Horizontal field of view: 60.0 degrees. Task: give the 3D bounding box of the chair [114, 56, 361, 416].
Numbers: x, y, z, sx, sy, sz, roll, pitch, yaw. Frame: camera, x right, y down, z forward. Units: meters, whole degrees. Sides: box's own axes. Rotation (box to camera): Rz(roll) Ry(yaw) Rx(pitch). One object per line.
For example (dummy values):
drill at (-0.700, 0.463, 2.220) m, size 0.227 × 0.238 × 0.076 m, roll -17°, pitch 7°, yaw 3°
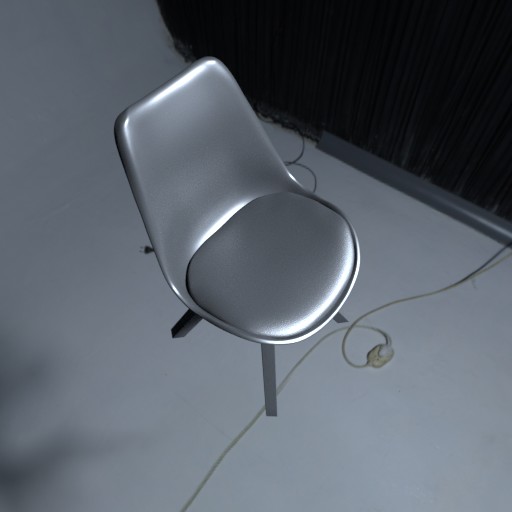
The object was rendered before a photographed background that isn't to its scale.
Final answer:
chair at (0.000, 0.000, 1.196) m, size 0.530 × 0.850 × 0.485 m, roll 34°, pitch 63°, yaw 20°
